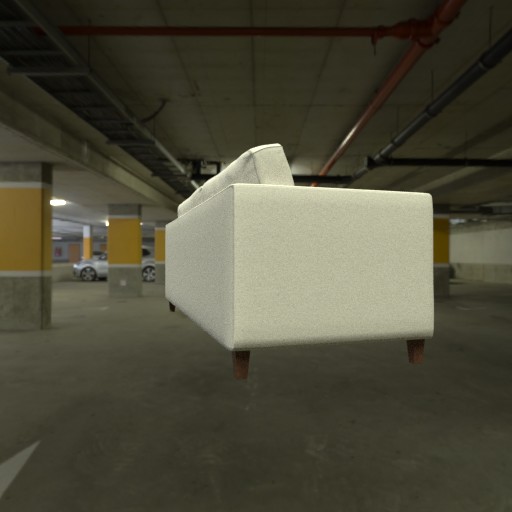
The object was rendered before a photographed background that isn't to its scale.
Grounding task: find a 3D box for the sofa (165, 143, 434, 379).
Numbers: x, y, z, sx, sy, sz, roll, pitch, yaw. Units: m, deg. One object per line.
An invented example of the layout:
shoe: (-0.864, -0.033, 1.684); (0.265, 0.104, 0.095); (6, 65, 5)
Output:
sofa: (0.000, 0.000, 2.913); (0.951, 0.962, 2.361); (0, 0, -18)
